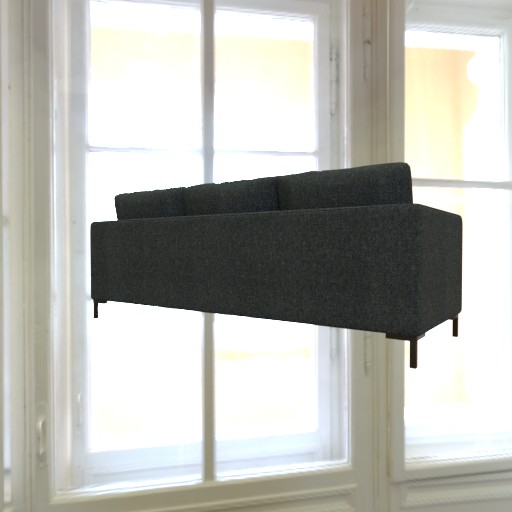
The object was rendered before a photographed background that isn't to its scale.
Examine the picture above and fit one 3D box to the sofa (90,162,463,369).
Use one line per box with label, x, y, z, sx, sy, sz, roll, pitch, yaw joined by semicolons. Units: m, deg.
sofa;0.000;0.000;2.746;2.218;0.874;0.859;1;1;36
